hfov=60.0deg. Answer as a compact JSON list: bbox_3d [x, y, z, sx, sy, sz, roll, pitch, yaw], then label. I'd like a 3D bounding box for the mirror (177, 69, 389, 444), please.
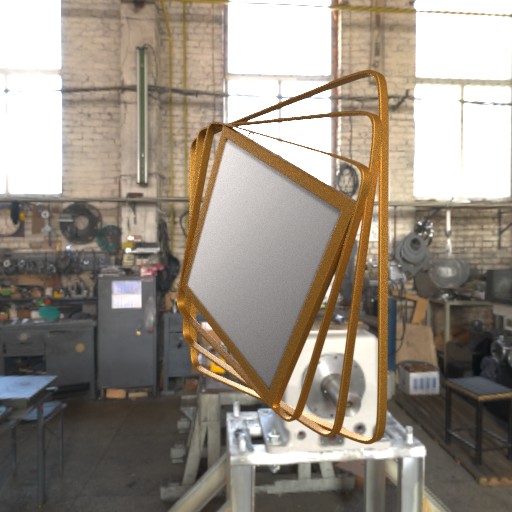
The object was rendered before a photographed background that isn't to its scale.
[{"bbox_3d":[0.000,0.000,0.704,0.045,0.468,0.470,-1,1,-37],"label":"mirror"}]
